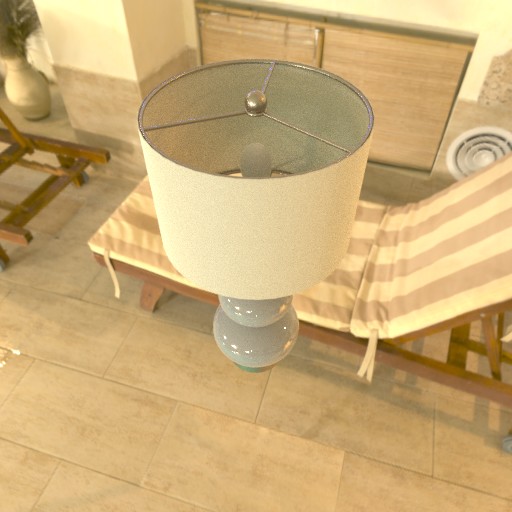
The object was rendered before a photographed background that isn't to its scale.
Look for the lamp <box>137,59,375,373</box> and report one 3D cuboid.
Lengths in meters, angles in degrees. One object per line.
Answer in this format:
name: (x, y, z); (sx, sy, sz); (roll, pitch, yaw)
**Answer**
lamp: (0.000, 0.000, 0.940); (0.367, 0.730, 0.367); (17, 49, 15)
